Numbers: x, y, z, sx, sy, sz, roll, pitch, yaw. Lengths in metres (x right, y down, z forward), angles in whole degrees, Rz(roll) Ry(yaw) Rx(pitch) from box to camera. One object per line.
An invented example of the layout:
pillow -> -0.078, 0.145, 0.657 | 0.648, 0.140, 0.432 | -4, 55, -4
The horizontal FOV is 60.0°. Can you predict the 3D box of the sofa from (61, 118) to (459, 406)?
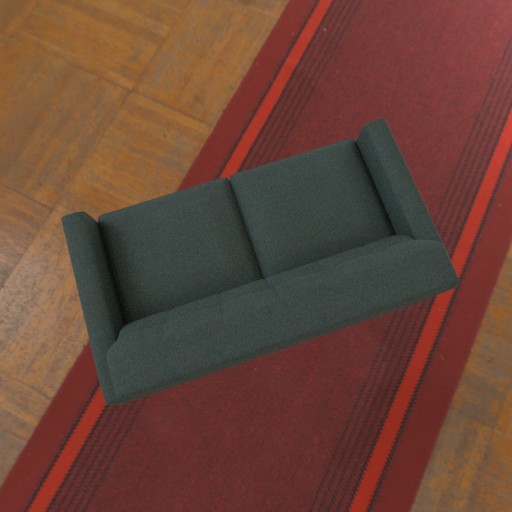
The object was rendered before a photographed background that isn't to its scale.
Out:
sofa -> 0.000, 0.000, 2.152 | 1.631, 0.841, 0.909 | -18, 76, -5
